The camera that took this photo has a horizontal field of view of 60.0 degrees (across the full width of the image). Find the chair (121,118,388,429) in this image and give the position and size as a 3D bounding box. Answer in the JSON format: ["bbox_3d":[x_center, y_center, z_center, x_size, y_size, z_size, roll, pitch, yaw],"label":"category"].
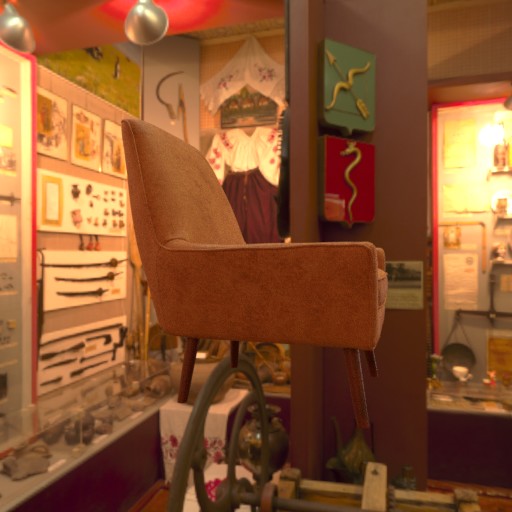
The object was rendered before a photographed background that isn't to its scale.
[{"bbox_3d":[0.000,0.000,1.503,0.851,0.883,0.753,0,0,18],"label":"chair"}]
